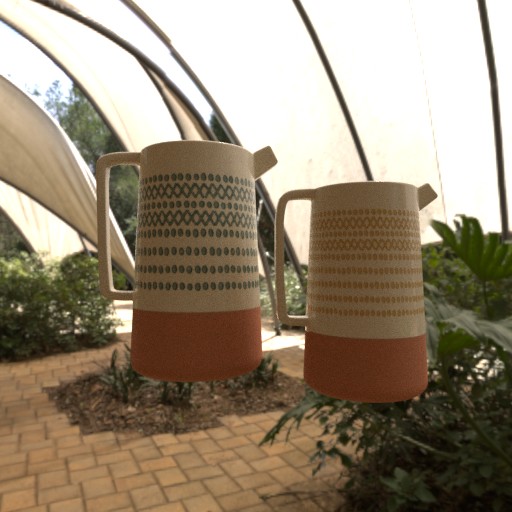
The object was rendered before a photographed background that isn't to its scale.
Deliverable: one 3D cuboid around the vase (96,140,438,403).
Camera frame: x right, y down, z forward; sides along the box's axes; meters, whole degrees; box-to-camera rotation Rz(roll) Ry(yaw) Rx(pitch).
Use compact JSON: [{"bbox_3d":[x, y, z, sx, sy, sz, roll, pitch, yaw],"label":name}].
[{"bbox_3d":[0.000,0.000,0.457,0.326,0.247,0.168,0,-1,35],"label":"vase"}]
